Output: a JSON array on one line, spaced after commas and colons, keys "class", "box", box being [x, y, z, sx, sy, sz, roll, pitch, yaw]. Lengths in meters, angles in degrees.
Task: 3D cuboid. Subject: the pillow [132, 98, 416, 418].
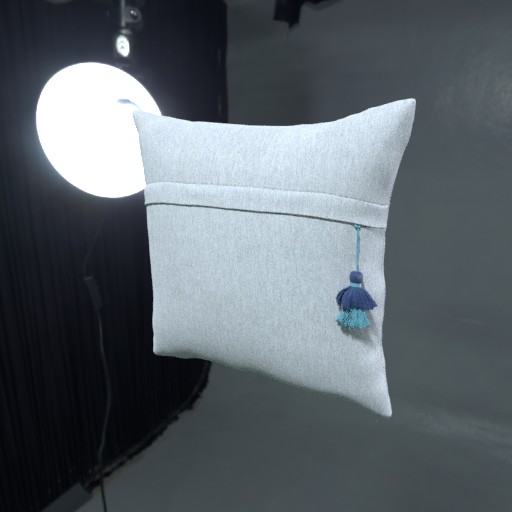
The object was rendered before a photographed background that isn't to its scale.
[{"class": "pillow", "box": [0.000, 0.000, 0.677, 0.433, 0.436, 0.173, 7, 16, 26]}]
